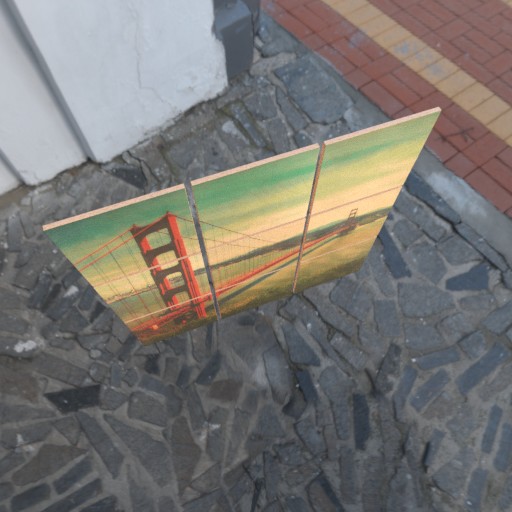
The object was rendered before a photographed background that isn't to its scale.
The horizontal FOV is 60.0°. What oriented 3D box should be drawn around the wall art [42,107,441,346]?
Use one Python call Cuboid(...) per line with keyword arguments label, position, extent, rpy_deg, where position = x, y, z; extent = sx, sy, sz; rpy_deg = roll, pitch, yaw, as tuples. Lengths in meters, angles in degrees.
Cuboid(label="wall art", position=(0.000, 0.000, 1.819), extent=(1.217, 1.207, 0.016), rpy_deg=(-19, 65, -9))
